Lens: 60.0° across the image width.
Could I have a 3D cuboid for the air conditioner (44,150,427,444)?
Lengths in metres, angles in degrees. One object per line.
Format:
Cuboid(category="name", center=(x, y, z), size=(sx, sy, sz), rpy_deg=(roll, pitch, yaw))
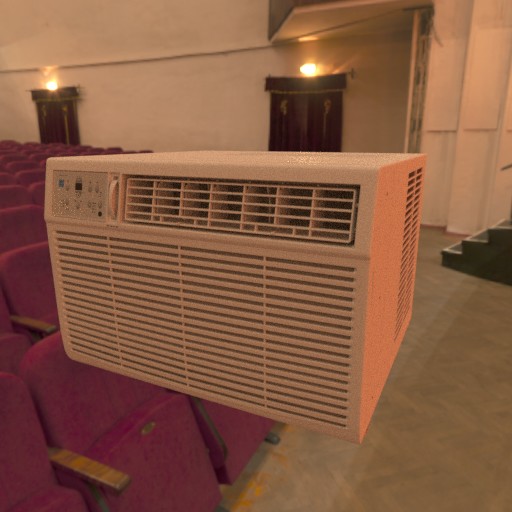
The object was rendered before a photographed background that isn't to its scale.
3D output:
Cuboid(category="air conditioner", center=(0.000, 0.000, 1.026), size=(0.645, 0.455, 0.599), rpy_deg=(7, 16, 25))
